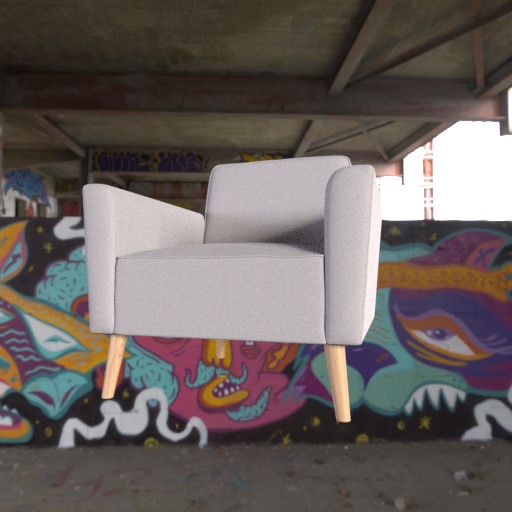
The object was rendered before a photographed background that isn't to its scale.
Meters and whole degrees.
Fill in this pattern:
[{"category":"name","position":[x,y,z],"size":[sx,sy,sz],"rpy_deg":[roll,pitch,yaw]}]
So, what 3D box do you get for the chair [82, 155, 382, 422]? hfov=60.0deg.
[{"category":"chair","position":[0.000,0.000,1.434],"size":[0.780,0.780,0.750],"rpy_deg":[-1,-2,17]}]
